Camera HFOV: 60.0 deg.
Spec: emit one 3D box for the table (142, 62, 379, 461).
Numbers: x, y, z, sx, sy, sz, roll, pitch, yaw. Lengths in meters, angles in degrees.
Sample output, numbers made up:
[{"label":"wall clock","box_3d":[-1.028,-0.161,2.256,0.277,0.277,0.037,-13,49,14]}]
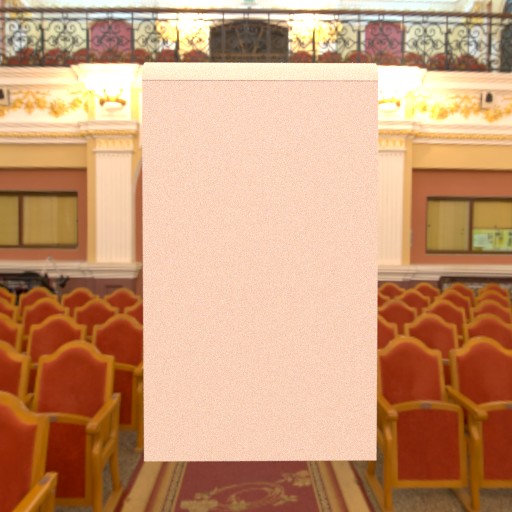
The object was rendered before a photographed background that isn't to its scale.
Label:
[{"label":"table","box_3d":[0.000,0.000,0.866,0.350,0.590,0.450,0,1,-1]}]
